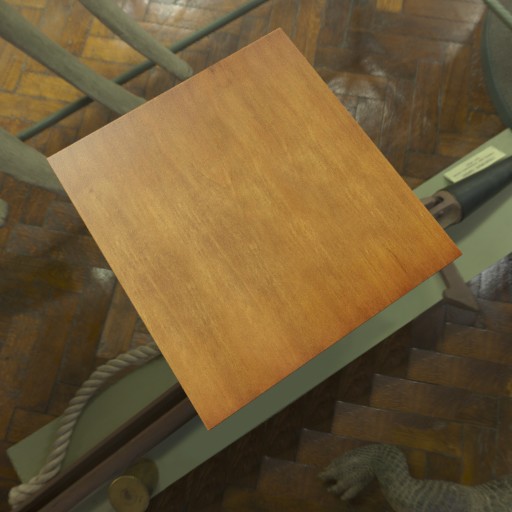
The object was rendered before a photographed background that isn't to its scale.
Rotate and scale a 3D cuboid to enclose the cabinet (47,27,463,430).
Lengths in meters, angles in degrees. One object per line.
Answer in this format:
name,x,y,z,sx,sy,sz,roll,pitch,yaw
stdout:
cabinet,0.000,0.000,0.856,0.401,0.579,0.409,-33,78,-8
